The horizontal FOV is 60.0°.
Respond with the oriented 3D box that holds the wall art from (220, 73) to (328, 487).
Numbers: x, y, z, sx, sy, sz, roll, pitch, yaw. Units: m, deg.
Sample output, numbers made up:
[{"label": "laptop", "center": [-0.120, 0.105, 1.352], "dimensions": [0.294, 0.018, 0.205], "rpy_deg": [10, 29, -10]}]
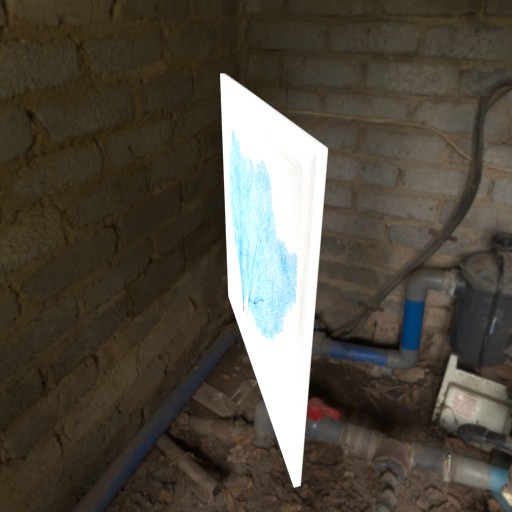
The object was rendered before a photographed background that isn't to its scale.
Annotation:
[{"label": "wall art", "center": [0.000, 0.000, 0.857], "dimensions": [0.013, 0.584, 0.584], "rpy_deg": [-7, 31, -12]}]
